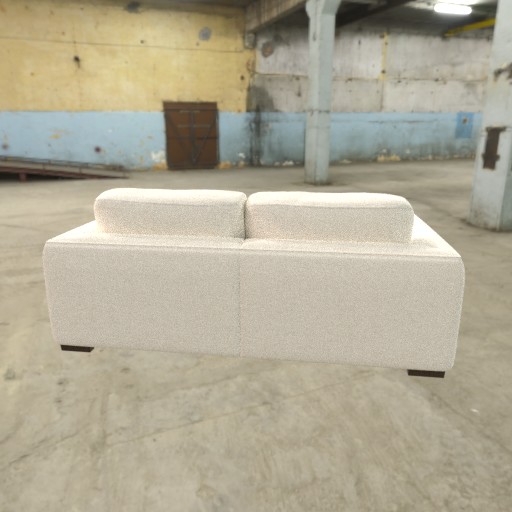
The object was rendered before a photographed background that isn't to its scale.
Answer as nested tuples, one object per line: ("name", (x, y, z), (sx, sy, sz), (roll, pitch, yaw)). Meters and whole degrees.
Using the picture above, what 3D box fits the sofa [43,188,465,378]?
("sofa", (0.000, 0.000, 2.483), (1.920, 0.801, 1.069), (2, 16, 8))
